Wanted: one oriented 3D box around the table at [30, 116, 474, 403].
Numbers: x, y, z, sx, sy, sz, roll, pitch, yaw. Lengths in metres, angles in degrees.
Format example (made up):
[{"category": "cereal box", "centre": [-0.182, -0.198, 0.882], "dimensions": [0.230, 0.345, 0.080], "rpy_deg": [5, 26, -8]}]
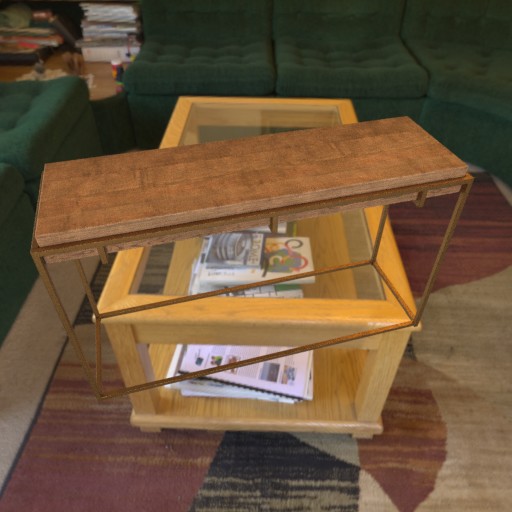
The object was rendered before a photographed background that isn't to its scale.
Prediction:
[{"category": "table", "centre": [0.000, 0.000, 1.753], "dimensions": [1.400, 0.820, 0.440], "rpy_deg": [-11, 43, -12]}]
